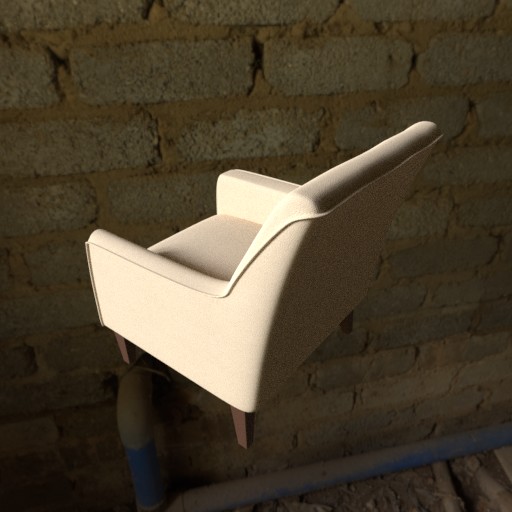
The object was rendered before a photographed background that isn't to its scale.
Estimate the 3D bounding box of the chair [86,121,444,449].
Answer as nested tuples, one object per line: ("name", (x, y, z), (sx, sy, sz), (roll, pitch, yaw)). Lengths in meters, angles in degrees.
("chair", (0.000, 0.000, 1.564), (0.899, 0.919, 0.780), (21, 37, 32))
